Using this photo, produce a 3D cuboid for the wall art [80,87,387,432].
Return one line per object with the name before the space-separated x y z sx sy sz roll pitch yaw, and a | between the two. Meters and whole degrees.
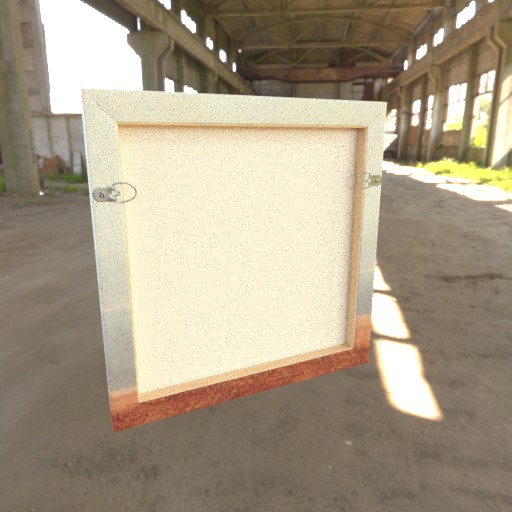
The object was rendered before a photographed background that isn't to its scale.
wall art | 0.000 0.000 0.596 0.405 0.405 0.023 -7 16 -26
